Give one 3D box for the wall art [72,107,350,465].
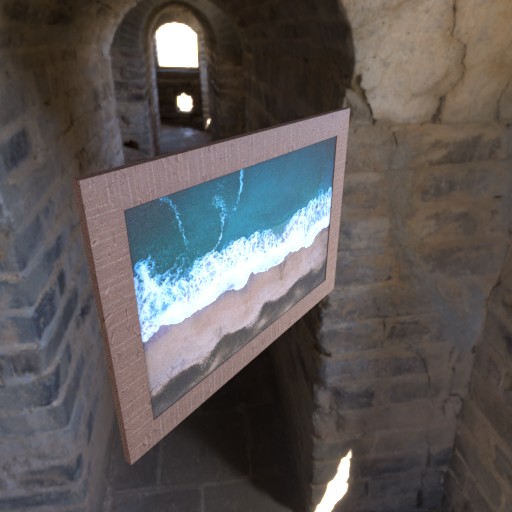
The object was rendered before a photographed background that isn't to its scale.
[{"bbox_3d":[0.000,0.000,1.141,0.019,0.626,0.917,18,32,32],"label":"wall art"}]
